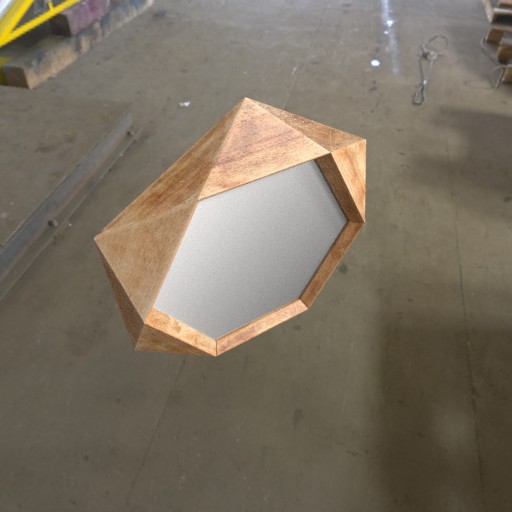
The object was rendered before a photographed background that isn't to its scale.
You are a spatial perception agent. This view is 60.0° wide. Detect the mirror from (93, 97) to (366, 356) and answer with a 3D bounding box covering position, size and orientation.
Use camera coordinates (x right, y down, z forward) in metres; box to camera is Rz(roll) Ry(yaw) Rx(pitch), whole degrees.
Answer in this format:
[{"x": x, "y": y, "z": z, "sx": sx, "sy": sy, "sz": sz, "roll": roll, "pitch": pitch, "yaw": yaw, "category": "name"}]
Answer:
[{"x": 0.000, "y": 0.000, "z": 1.079, "sx": 0.675, "sy": 0.779, "sz": 0.091, "roll": -24, "pitch": 50, "yaw": -21, "category": "mirror"}]
